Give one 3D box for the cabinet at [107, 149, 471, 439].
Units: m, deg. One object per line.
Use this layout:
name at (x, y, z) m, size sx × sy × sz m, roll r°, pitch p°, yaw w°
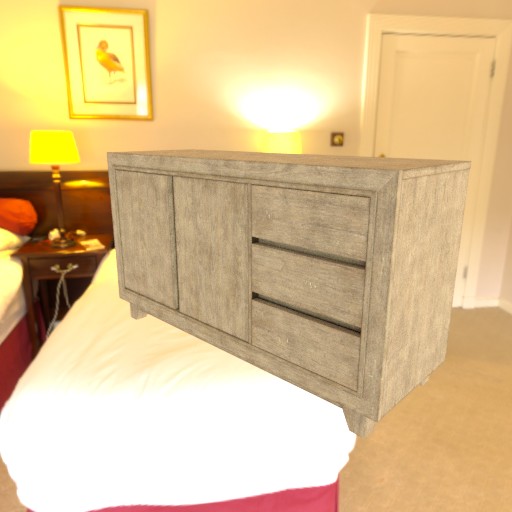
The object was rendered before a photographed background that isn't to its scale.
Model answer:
cabinet at (0.000, 0.000, 1.868) m, size 1.460 × 0.825 × 0.511 m, roll 15°, pitch 21°, yaw 42°
